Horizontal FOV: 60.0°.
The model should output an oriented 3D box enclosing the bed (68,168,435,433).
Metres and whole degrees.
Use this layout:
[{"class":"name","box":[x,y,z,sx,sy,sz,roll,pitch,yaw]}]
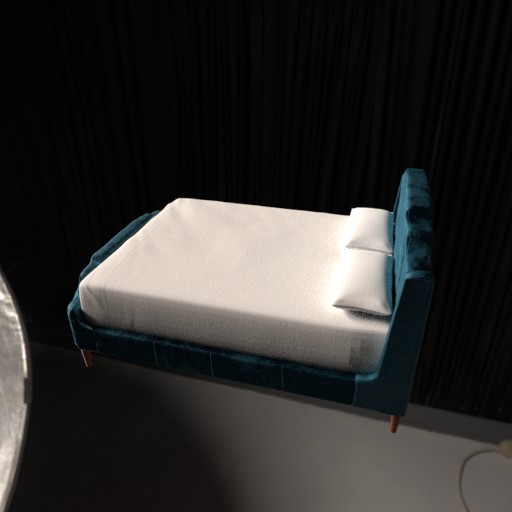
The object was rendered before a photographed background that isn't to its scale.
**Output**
[{"class":"bed","box":[0.000,0.000,3.388,2.322,1.338,1.678,8,30,14]}]
